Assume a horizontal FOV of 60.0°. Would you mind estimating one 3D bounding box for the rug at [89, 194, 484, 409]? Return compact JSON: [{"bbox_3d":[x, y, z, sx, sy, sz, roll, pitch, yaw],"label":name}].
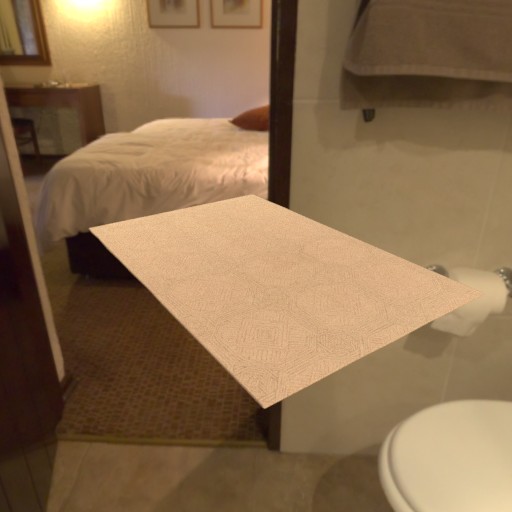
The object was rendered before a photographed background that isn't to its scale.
[{"bbox_3d":[0.000,0.000,2.359,1.236,0.009,1.839,-16,30,-31],"label":"rug"}]
